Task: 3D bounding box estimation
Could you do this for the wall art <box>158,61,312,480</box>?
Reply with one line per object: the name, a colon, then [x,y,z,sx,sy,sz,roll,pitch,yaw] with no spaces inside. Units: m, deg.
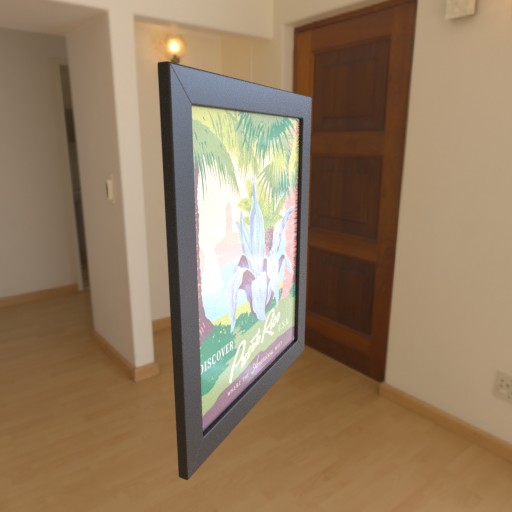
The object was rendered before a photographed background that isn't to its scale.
wall art: [0.000,0.000,0.800,0.018,0.582,0.481,7,16,26]
